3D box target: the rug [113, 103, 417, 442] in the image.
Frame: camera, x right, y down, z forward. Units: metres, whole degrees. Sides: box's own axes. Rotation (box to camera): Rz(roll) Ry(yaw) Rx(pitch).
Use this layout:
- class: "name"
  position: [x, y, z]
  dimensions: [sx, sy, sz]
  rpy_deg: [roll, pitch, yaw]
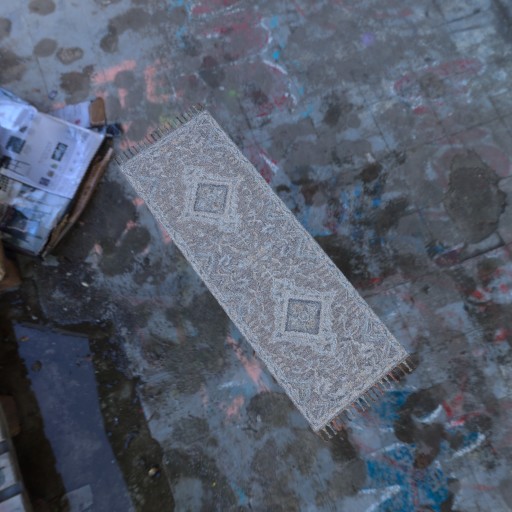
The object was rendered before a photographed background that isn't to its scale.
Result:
- class: "rug"
  position: [0.000, 0.000, 2.848]
  dimensions: [1.324, 0.018, 2.378]
  rpy_deg: [-21, 77, -5]
